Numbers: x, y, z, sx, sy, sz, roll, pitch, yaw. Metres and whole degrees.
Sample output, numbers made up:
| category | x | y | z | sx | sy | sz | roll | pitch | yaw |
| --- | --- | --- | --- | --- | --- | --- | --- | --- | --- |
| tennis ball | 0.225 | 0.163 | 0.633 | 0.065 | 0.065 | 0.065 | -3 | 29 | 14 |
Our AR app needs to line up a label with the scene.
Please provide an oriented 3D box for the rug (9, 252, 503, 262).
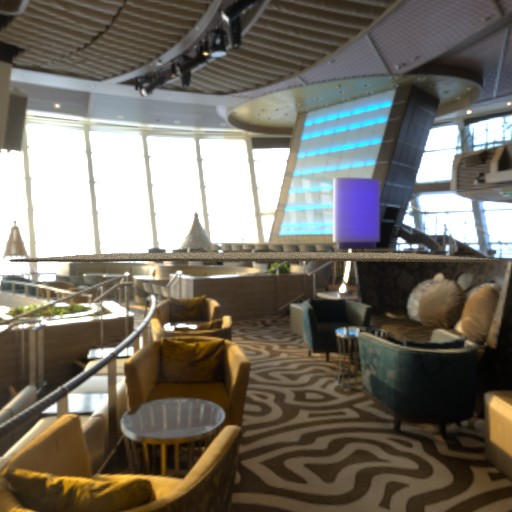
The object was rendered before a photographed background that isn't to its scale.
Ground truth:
| category | x | y | z | sx | sy | sz | roll | pitch | yaw |
| --- | --- | --- | --- | --- | --- | --- | --- | --- | --- |
| rug | 0.000 | 0.000 | 2.992 | 2.498 | 0.022 | 1.535 | 0 | 2 | 1 |
